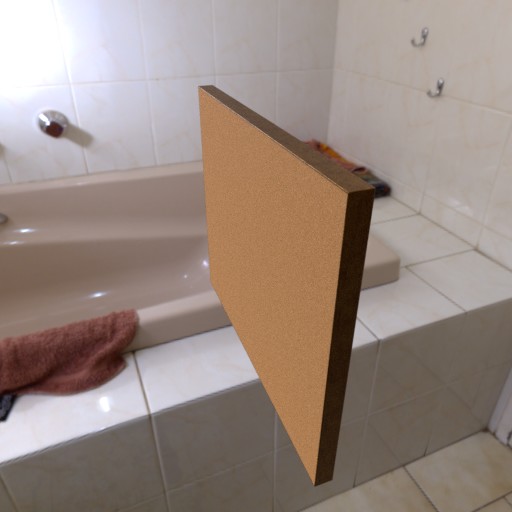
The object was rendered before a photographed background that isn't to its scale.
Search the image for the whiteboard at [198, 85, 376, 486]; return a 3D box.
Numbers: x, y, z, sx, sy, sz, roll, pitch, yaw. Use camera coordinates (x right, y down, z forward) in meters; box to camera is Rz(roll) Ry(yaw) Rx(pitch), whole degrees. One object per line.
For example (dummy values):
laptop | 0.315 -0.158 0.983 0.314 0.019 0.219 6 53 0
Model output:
whiteboard | 0.000 0.000 0.753 0.029 0.457 0.561 -11 33 -18
